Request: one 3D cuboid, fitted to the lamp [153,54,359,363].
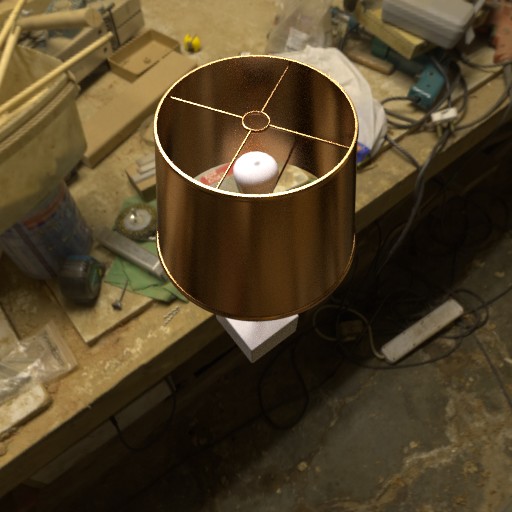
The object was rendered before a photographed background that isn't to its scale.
[{"bbox_3d":[0.000,0.000,0.511,0.208,0.406,0.208,0,59,0],"label":"lamp"}]
